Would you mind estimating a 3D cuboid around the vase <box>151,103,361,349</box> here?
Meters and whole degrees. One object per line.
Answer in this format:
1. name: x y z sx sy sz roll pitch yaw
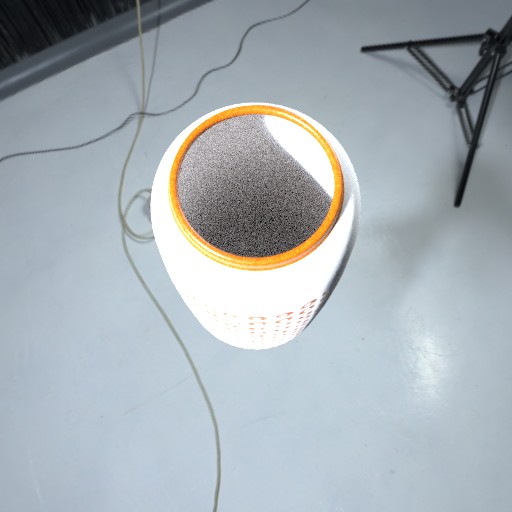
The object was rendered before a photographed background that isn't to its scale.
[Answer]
1. vase: 0.000 0.000 0.344 0.133 0.282 0.133 0 75 0
